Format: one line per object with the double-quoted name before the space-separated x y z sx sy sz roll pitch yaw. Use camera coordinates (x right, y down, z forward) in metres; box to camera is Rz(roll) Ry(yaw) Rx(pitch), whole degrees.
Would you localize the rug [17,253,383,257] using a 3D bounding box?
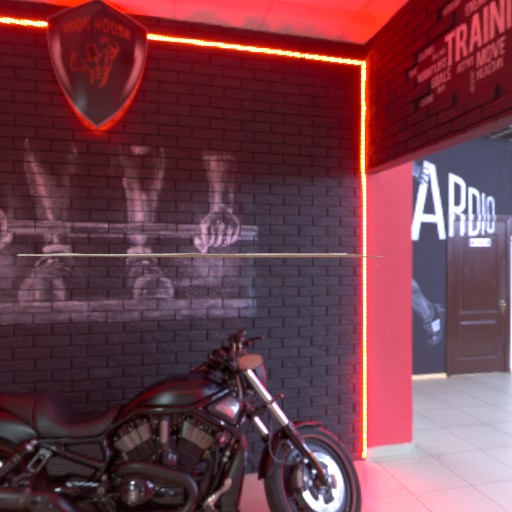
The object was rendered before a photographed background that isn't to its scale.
"rug" 0.000 0.000 2.968 1.522 0.012 2.440 0 0 19
